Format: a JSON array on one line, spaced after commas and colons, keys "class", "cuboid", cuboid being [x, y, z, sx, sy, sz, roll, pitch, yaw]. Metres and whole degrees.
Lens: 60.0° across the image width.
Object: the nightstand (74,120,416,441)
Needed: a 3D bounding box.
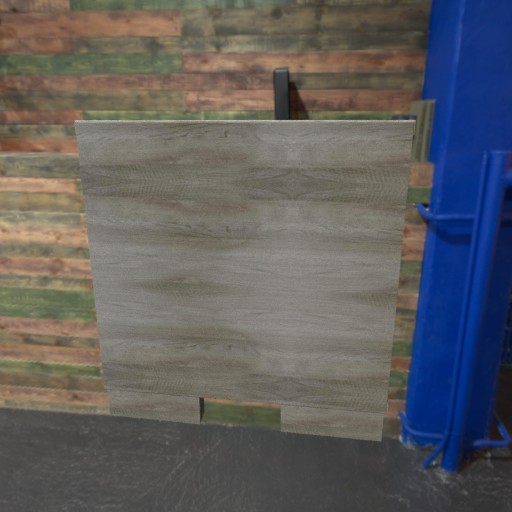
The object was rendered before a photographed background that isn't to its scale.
[{"class": "nightstand", "cuboid": [0.000, 0.000, 0.771, 0.427, 0.448, 0.347, 2, 17, 8]}]
